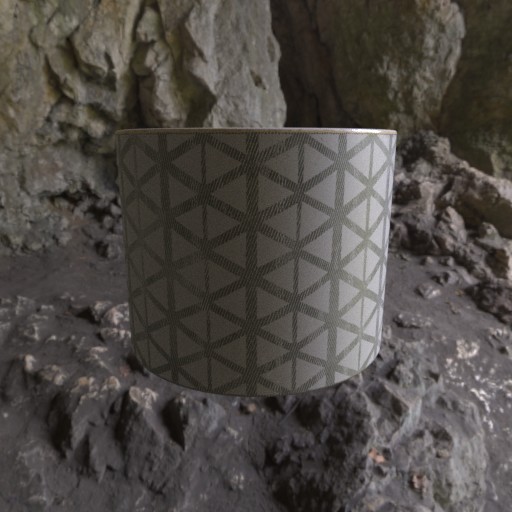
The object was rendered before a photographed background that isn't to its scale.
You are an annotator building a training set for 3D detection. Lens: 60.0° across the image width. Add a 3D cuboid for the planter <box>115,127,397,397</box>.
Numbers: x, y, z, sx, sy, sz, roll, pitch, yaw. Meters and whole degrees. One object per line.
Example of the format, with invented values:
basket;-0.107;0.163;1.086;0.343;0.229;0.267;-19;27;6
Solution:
planter;0.000;0.000;0.335;0.190;0.181;0.190;0;15;0
